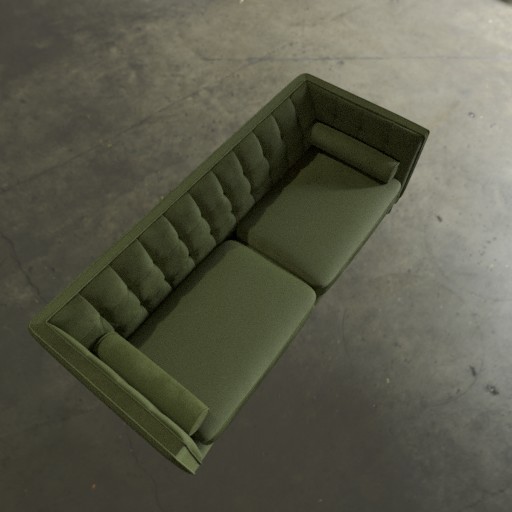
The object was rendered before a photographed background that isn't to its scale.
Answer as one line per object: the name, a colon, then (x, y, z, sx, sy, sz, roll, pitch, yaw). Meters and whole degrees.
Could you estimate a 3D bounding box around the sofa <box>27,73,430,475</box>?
sofa: (0.000, 0.000, 2.436, 0.867, 0.789, 2.087, 33, 64, 18)
